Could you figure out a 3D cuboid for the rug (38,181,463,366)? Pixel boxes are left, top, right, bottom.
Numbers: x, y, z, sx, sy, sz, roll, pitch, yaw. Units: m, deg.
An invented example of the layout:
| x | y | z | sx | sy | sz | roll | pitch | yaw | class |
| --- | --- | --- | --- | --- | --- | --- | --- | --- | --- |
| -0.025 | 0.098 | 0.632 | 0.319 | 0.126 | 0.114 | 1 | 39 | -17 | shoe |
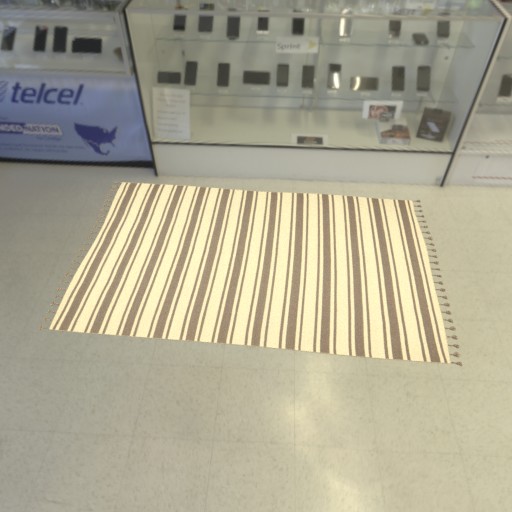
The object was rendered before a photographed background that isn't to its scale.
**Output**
| x | y | z | sx | sy | sz | roll | pitch | yaw | class |
| --- | --- | --- | --- | --- | --- | --- | --- | --- | --- |
| 0.000 | 0.000 | 2.567 | 2.096 | 0.011 | 1.229 | 4 | 47 | 4 | rug |
